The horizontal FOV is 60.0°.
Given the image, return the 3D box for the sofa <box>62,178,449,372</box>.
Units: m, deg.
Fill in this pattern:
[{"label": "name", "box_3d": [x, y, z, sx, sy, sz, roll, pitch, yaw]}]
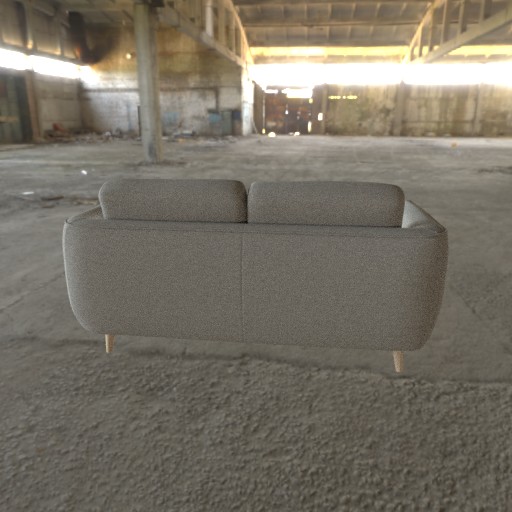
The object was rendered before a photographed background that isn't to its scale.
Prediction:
[{"label": "sofa", "box_3d": [0.000, 0.000, 2.272, 1.700, 0.850, 0.920, 2, 18, 7]}]
